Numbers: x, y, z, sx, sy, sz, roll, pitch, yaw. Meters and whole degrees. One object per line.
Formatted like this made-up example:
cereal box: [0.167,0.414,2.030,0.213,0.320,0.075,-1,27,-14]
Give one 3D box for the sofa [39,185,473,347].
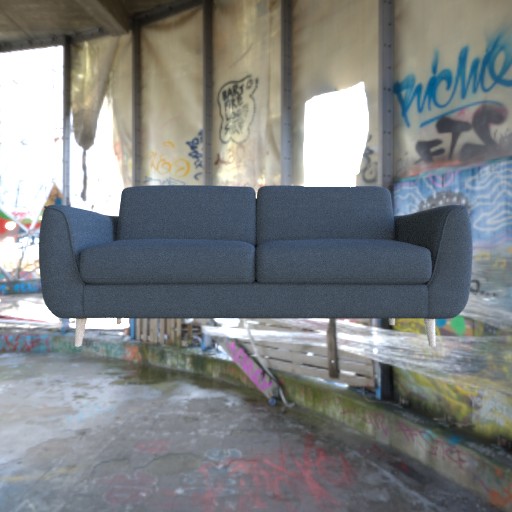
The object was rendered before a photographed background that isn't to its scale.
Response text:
sofa: [0.000,0.000,2.414,2.000,0.850,0.920,0,0,0]
